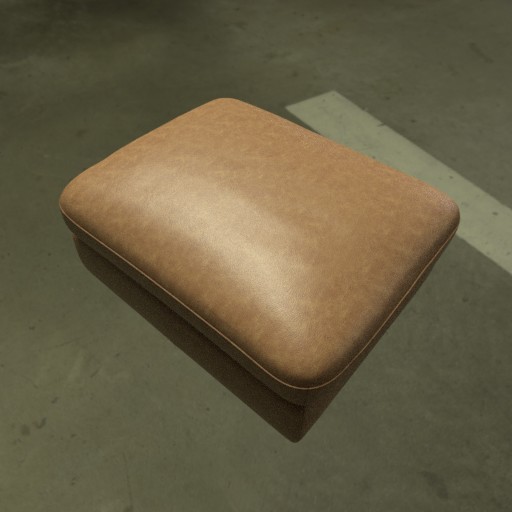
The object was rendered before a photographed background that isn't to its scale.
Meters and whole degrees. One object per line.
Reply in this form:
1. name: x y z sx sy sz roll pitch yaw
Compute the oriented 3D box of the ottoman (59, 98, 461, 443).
1. ottoman: 0.000 0.000 1.094 0.747 0.478 0.593 32 55 26
